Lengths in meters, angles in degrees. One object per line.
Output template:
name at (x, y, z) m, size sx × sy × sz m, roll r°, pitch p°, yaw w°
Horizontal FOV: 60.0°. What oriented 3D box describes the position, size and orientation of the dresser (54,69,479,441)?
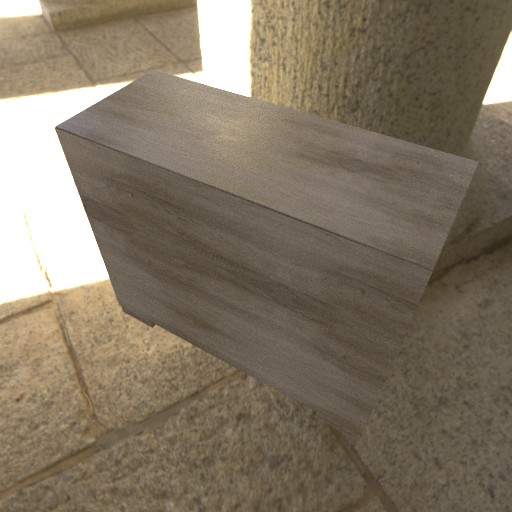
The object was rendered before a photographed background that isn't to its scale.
dresser at (0.000, 0.000, 1.403) m, size 0.994 × 0.816 × 0.404 m, roll 23°, pitch 51°, yaw 21°
